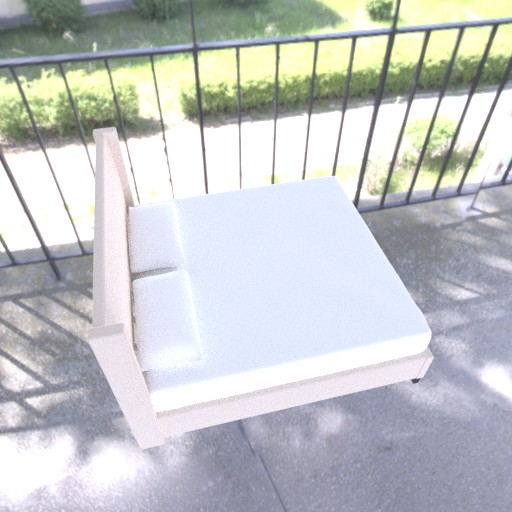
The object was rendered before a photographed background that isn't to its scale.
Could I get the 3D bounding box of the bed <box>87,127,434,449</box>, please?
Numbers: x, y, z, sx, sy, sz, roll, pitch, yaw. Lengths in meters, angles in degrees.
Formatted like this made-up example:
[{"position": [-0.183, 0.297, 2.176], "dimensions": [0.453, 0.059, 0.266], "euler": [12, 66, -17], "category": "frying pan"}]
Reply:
[{"position": [0.000, 0.000, 3.695], "dimensions": [2.293, 1.471, 2.145], "euler": [-10, 47, -9], "category": "bed"}]
